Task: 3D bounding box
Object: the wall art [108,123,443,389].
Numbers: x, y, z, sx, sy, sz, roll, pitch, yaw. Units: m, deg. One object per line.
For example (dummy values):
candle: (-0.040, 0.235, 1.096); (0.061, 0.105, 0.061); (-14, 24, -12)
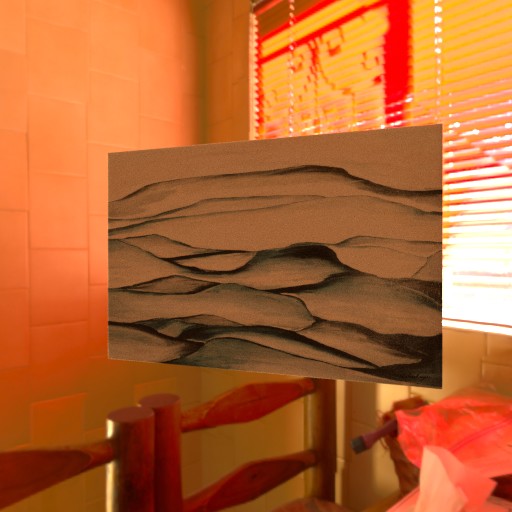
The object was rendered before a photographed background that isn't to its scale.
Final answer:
wall art: (0.000, 0.000, 1.178); (0.914, 0.609, 0.039); (0, 0, 19)
